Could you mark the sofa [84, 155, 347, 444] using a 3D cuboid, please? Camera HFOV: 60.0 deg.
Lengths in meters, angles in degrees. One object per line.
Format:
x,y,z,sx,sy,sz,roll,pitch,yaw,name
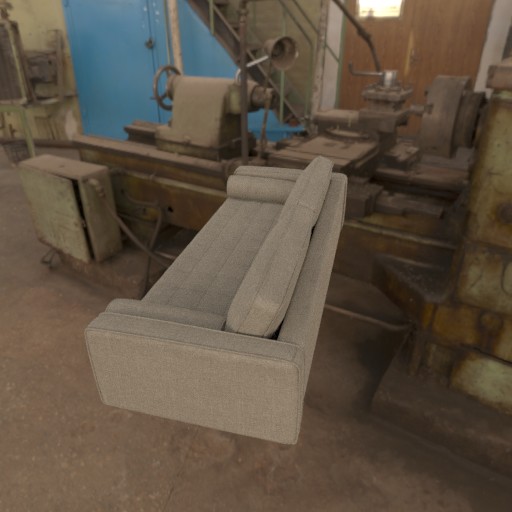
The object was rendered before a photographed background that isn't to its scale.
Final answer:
0.000,0.000,2.700,0.914,0.762,2.211,7,30,13,sofa
